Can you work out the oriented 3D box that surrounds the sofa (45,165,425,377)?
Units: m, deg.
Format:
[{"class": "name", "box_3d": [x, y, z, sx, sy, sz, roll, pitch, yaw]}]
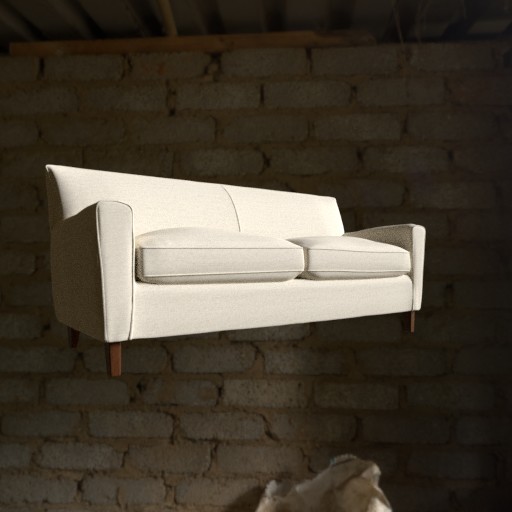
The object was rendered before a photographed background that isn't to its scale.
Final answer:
[{"class": "sofa", "box_3d": [0.000, 0.000, 2.440, 2.001, 0.907, 0.841, 1, -1, -35]}]
